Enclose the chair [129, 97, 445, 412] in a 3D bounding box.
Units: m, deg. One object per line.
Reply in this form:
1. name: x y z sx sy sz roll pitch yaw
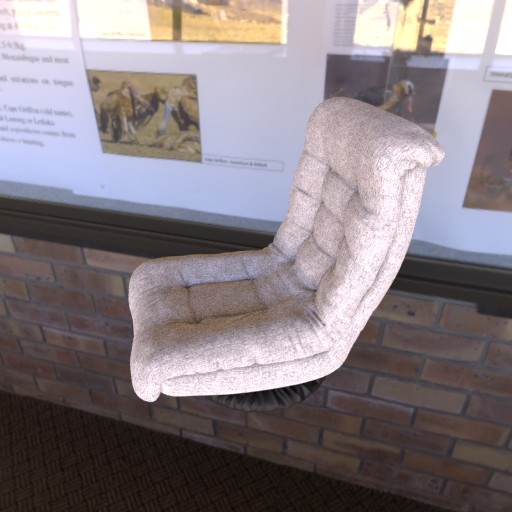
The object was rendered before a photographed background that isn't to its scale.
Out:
1. chair: 0.000 0.000 0.967 0.583 0.600 0.400 -8 32 -13
